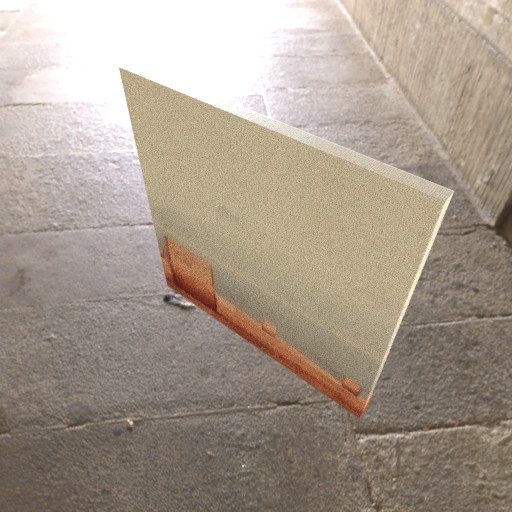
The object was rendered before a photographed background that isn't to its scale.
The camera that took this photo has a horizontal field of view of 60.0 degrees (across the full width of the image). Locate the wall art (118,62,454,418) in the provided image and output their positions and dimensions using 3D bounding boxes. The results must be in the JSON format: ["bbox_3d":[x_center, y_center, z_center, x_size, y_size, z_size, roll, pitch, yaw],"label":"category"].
[{"bbox_3d":[0.000,0.000,1.114,0.760,0.760,0.042,30,53,26],"label":"wall art"}]
